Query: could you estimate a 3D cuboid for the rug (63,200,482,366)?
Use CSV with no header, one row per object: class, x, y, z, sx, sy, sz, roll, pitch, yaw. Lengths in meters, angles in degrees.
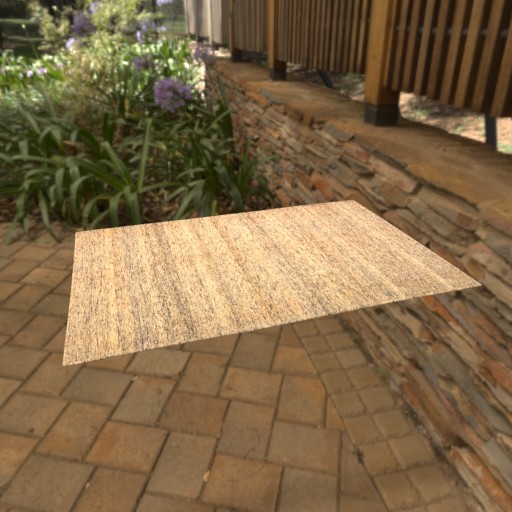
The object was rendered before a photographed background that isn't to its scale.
rug,0.000,0.000,2.357,1.846,0.014,1.243,-8,28,-16
